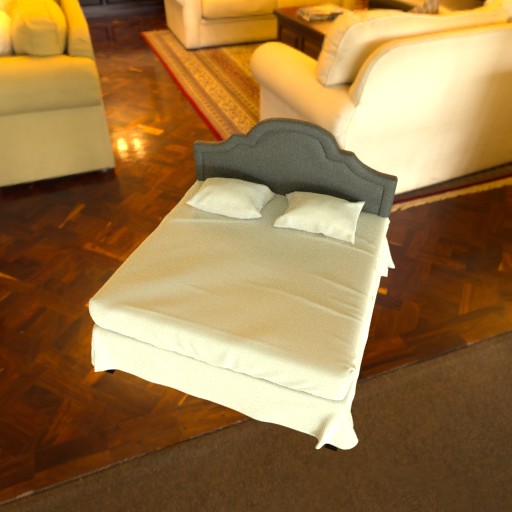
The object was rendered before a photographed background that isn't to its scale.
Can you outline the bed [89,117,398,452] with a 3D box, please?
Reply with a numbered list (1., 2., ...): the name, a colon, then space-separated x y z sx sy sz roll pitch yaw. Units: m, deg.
1. bed: 0.000 0.000 3.728 2.303 1.631 2.222 14 43 15
